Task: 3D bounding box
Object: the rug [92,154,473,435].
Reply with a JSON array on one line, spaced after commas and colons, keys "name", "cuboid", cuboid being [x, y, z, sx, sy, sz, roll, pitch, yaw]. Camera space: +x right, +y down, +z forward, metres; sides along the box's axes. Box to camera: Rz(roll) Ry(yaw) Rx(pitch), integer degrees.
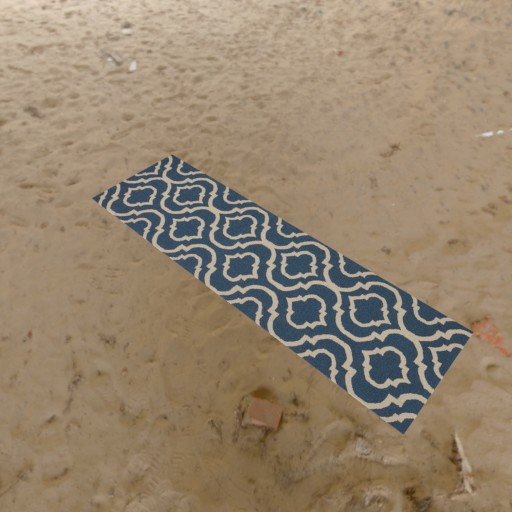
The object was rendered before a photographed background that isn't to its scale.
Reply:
[{"name": "rug", "cuboid": [0.000, 0.000, 2.557, 2.296, 0.006, 0.685, 34, 55, 28]}]
